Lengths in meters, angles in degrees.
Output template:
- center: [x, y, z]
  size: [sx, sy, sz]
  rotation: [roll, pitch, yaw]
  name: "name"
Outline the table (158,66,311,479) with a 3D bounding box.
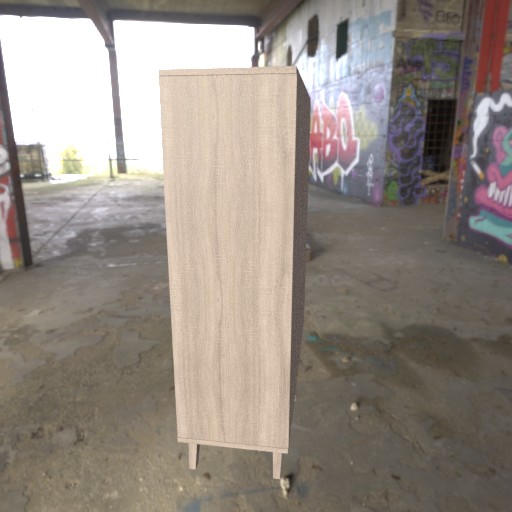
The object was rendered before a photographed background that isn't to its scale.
- center: [0.000, 0.000, 1.946]
  size: [0.398, 1.388, 1.111]
  rotation: [2, 15, 8]
  name: "table"
